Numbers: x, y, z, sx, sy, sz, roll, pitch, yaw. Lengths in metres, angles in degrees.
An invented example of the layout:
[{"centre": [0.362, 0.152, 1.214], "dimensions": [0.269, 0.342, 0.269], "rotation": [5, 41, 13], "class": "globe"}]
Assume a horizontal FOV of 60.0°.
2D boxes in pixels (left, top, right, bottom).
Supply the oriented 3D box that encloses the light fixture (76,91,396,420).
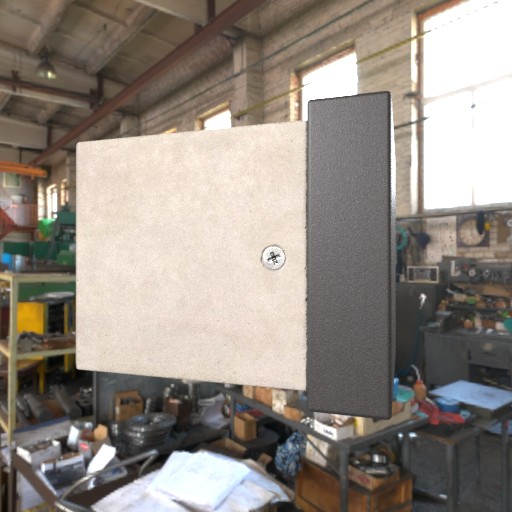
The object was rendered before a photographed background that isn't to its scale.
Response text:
[{"centre": [0.000, 0.000, 0.240], "dimensions": [0.143, 0.121, 0.121], "rotation": [0, 0, 18], "class": "light fixture"}]
